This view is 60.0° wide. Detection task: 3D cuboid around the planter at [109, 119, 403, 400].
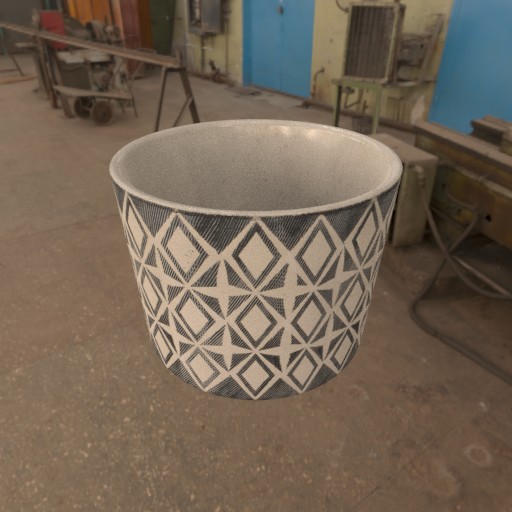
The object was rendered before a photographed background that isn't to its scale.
[{"bbox_3d":[0.000,0.000,0.464,0.260,0.220,0.260,0,31,0],"label":"planter"}]
